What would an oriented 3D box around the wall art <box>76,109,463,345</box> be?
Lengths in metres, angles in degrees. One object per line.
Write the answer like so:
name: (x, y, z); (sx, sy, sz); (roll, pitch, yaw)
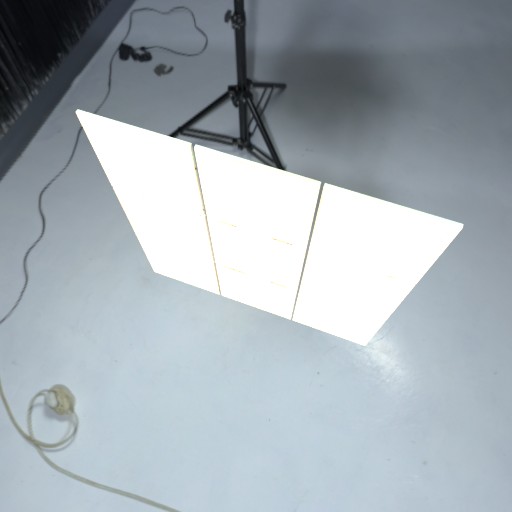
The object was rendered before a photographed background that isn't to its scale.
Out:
wall art: (0.000, 0.000, 1.857); (1.214, 1.219, 0.013); (18, 65, 9)
